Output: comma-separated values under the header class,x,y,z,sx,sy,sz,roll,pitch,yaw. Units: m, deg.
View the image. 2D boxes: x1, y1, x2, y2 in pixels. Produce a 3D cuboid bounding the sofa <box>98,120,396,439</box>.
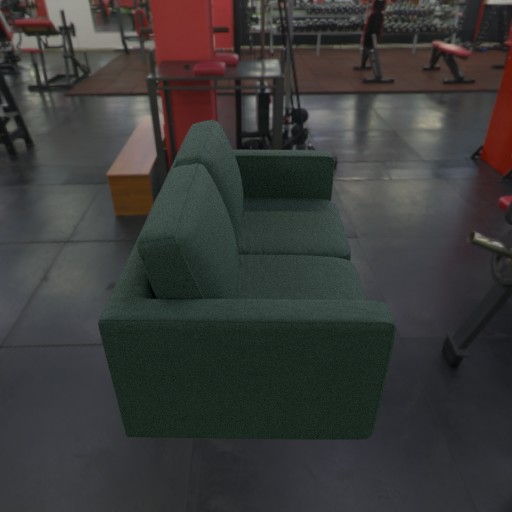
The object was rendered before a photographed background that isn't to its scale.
class,x,y,z,sx,sy,sz,roll,pitch,yaw
sofa,0.000,0.000,1.967,0.879,0.899,1.430,0,33,1
